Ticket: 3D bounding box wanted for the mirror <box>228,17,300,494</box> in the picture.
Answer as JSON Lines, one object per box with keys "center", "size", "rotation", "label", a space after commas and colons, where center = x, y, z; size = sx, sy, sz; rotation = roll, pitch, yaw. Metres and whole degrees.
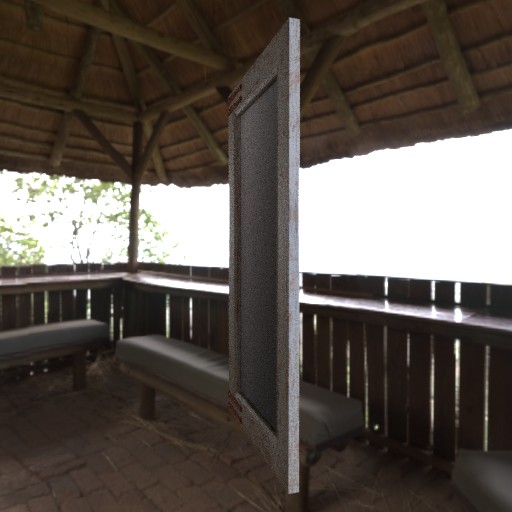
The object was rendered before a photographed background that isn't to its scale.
{"center": [0.000, 0.000, 1.084], "size": [0.027, 0.922, 0.472], "rotation": [0, 1, -18], "label": "mirror"}
